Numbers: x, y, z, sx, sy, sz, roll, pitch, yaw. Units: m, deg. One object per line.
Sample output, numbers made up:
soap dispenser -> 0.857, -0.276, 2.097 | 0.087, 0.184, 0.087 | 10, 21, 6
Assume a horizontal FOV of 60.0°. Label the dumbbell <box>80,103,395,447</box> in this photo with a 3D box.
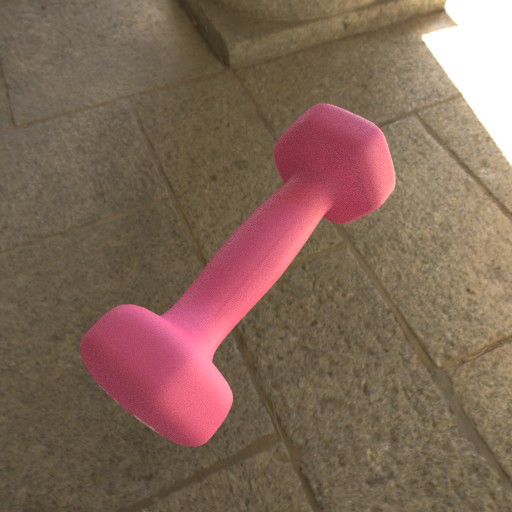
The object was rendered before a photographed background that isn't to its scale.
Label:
dumbbell -> 0.000, 0.000, 0.177 | 0.058, 0.053, 0.146 | 32, 64, 18
